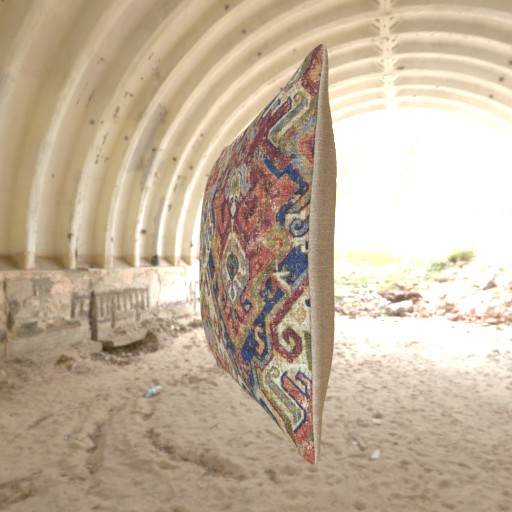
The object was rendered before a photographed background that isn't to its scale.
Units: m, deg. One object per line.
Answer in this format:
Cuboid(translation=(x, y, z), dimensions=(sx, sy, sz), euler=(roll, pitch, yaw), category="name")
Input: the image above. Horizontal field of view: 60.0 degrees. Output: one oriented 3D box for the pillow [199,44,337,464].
Cuboid(translation=(0.000, 0.000, 0.777), dimensions=(0.166, 0.506, 0.523), euler=(0, -1, -17), category="pillow")
